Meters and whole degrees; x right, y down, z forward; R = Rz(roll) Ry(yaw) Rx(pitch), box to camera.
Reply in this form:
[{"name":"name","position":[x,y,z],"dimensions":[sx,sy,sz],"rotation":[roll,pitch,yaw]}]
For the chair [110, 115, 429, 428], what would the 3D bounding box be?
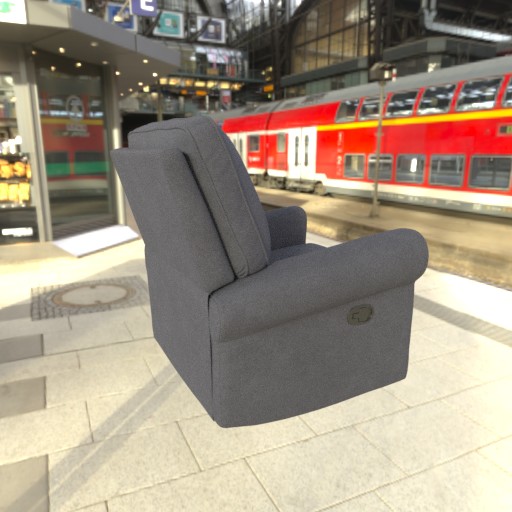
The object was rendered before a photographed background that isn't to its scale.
[{"name":"chair","position":[0.000,0.000,1.649],"dimensions":[0.878,0.961,0.890],"rotation":[-7,15,-26]}]
